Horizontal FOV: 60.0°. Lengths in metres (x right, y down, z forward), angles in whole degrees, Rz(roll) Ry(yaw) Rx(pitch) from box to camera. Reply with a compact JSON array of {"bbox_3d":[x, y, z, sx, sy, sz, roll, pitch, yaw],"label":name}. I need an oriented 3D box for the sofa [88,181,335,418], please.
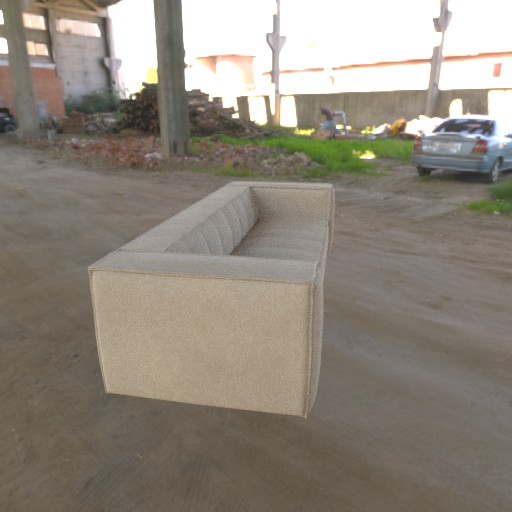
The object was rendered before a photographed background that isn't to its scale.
[{"bbox_3d":[0.000,0.000,3.139,1.038,0.680,2.697,3,18,10],"label":"sofa"}]
